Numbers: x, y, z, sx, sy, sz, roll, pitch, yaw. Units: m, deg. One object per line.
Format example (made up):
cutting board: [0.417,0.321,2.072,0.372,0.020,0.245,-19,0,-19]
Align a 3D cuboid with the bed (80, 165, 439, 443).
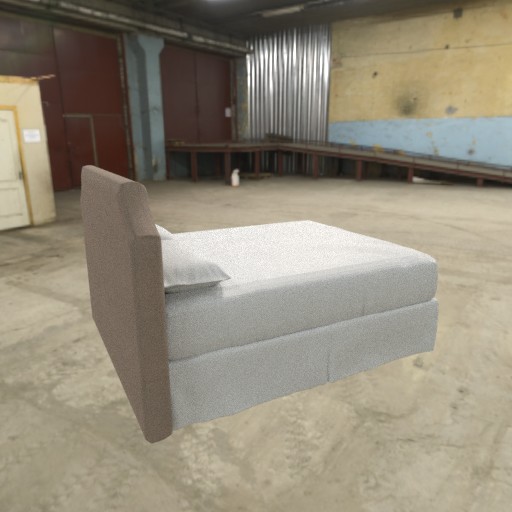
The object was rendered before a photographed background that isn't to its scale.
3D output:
bed: [0.000,0.000,3.280,2.164,1.303,1.828,-8,17,-27]
